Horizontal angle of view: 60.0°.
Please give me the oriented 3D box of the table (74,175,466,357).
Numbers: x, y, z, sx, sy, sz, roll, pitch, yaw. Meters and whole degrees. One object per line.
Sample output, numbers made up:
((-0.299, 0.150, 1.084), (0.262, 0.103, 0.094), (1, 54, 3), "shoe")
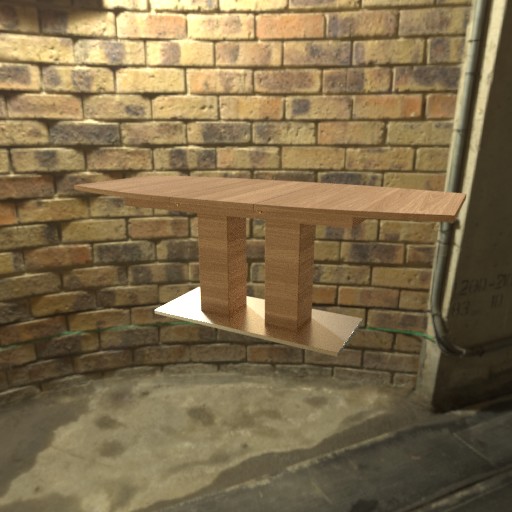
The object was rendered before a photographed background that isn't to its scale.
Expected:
((0.000, 0.000, 2.495), (2.032, 0.750, 0.900), (8, 18, 27), "table")
